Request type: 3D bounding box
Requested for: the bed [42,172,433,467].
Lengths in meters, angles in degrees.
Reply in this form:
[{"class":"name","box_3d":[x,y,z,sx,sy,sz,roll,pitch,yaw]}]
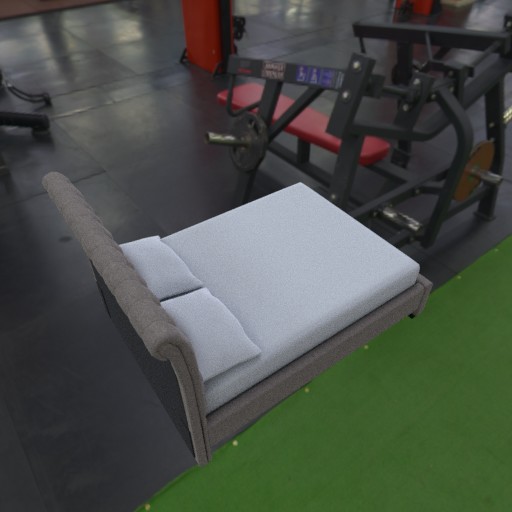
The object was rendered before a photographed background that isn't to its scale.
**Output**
[{"class":"bed","box_3d":[0.000,0.000,3.285,2.252,1.371,1.645,-25,48,-25]}]
